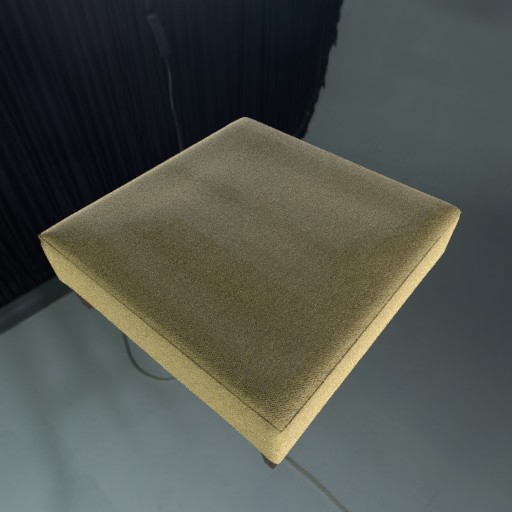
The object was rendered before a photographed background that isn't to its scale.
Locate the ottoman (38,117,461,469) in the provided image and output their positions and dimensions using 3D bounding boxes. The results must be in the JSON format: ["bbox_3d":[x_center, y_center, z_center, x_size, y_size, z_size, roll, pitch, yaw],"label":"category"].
[{"bbox_3d":[0.000,0.000,1.517,0.970,0.378,0.981,31,53,27],"label":"ottoman"}]
